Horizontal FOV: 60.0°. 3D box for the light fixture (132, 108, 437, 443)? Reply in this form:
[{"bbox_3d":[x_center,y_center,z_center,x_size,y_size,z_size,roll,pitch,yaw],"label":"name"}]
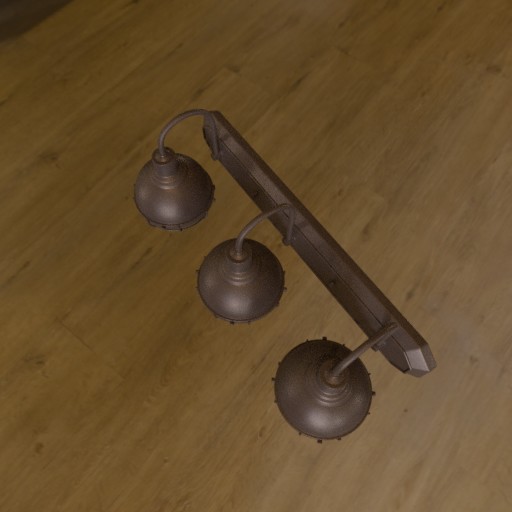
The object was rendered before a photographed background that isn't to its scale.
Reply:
[{"bbox_3d":[0.000,0.000,0.768,0.229,0.254,0.634,-33,69,-15],"label":"light fixture"}]
